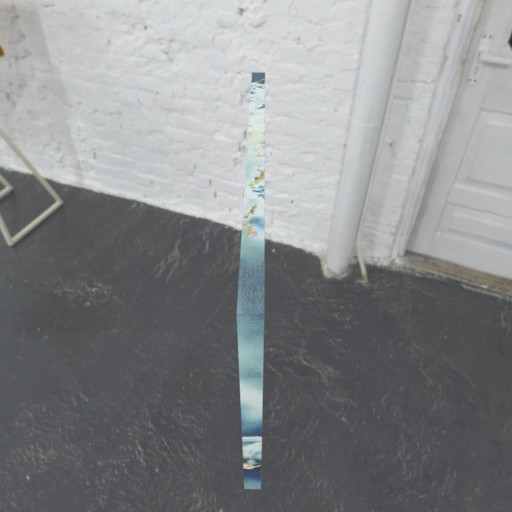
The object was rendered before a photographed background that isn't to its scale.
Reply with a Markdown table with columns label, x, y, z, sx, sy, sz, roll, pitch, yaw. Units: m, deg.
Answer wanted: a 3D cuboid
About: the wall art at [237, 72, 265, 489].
| label | x | y | z | sx | sy | sz | roll | pitch | yaw |
| --- | --- | --- | --- | --- | --- | --- | --- | --- | --- |
| wall art | 0.000 | 0.000 | 1.145 | 0.038 | 0.608 | 0.912 | 1 | 42 | 1 |
